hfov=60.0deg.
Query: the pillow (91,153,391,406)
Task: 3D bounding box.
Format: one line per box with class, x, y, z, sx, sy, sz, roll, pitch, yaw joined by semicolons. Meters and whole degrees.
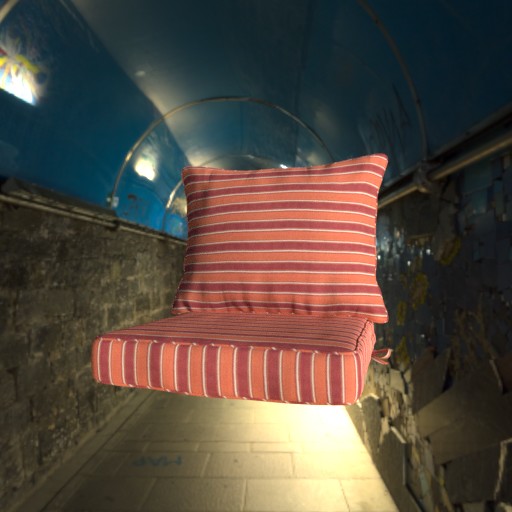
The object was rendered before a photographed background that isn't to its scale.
pillow;0.000;0.000;1.385;0.799;0.723;0.733;0;-1;17
